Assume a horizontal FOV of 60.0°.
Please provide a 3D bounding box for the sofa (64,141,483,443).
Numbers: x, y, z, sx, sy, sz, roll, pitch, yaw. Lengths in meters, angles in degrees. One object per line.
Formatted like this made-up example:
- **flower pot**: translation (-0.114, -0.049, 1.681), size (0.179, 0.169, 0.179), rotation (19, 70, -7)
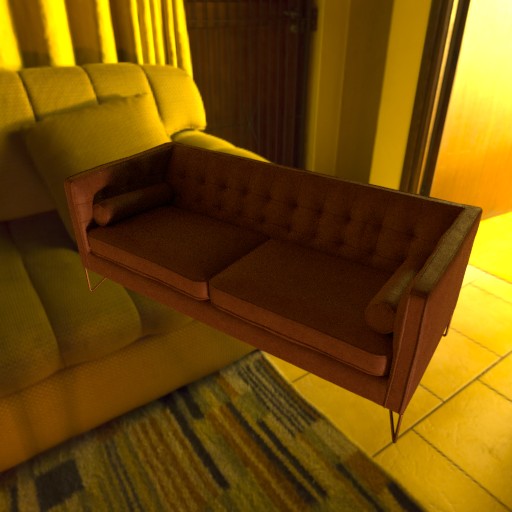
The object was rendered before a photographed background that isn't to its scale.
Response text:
- **sofa**: translation (0.000, 0.000, 2.515), size (2.079, 0.798, 0.912), rotation (19, 35, 29)
